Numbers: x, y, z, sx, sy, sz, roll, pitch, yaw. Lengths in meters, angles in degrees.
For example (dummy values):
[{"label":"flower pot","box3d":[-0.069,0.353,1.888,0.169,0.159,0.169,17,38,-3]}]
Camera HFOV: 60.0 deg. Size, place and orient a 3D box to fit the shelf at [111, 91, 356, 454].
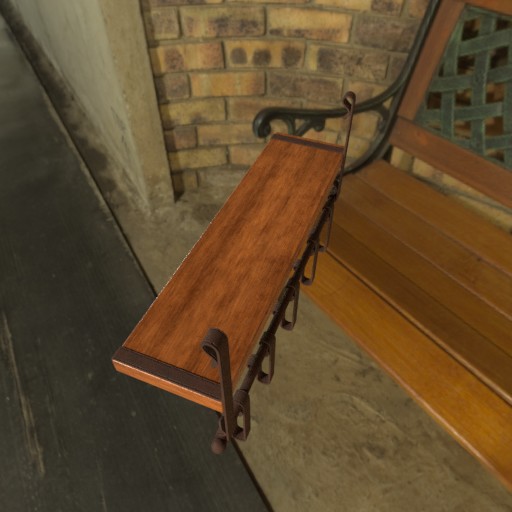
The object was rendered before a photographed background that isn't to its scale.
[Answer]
[{"label":"shelf","box3d":[0.000,0.000,0.702,0.146,0.330,0.567,16,48,15]}]
